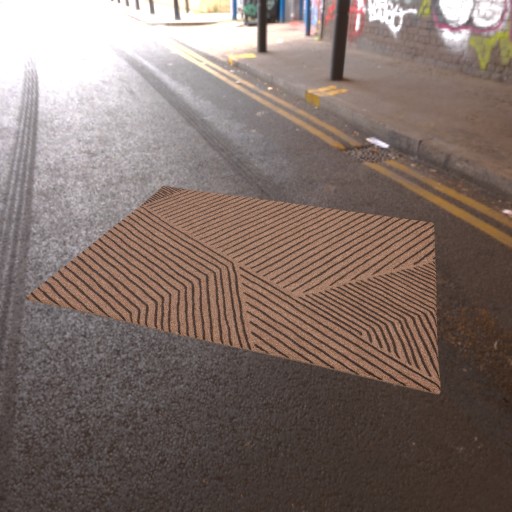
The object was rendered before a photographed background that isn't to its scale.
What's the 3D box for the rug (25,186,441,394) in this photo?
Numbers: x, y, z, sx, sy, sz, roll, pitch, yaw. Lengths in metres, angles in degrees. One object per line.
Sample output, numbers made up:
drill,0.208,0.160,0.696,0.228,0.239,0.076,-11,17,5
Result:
rug,0.000,0.000,3.176,2.449,0.028,1.829,10,34,15
